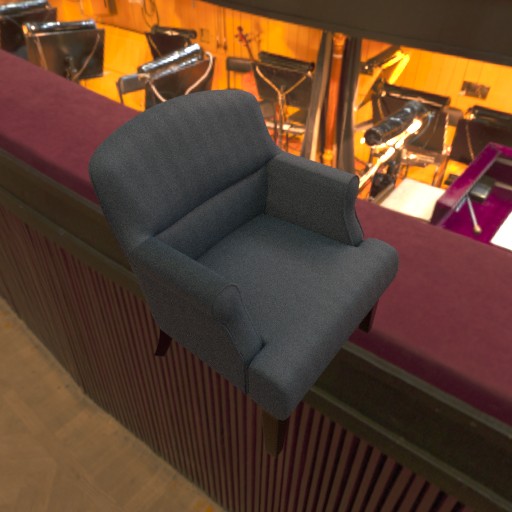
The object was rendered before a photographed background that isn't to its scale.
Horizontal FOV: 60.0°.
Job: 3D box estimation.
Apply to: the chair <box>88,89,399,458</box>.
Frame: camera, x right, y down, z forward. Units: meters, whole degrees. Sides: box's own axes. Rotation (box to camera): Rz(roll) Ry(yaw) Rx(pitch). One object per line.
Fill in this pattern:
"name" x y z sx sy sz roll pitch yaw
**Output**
"chair" 0.000 0.000 1.480 0.754 0.878 0.770 26 47 28
